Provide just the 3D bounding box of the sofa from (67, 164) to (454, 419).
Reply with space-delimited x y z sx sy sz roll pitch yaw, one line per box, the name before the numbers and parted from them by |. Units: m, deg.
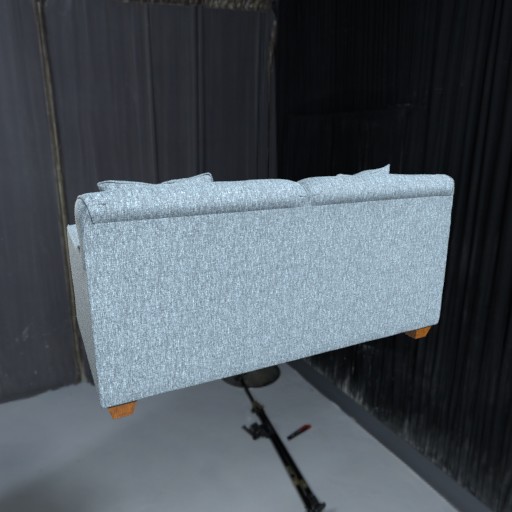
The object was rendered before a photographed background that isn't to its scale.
sofa | 0.000 0.000 2.423 1.846 0.958 0.998 -7 17 -25
